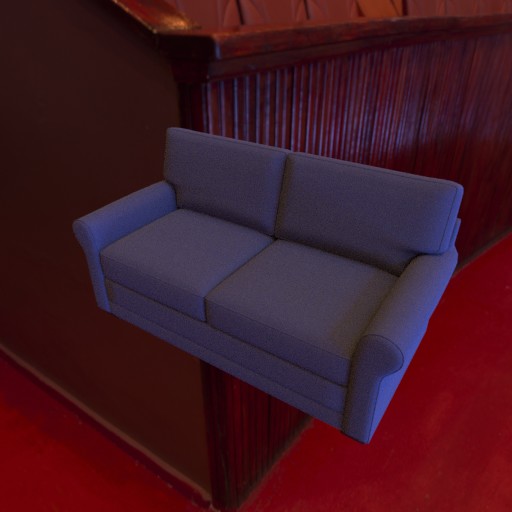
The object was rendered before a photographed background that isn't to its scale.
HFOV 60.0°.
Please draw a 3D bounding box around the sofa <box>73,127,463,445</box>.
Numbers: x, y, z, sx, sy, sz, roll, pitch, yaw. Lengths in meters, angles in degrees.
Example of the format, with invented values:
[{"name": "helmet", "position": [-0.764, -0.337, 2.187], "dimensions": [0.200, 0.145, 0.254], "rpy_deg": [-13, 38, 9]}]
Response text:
[{"name": "sofa", "position": [0.000, 0.000, 2.455], "dimensions": [1.930, 1.020, 0.940], "rpy_deg": [19, 36, 28]}]
